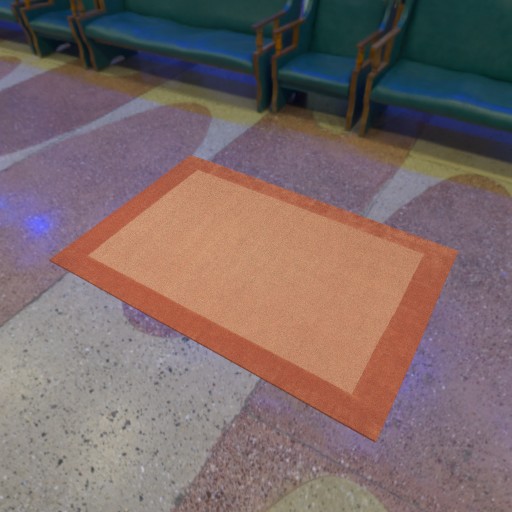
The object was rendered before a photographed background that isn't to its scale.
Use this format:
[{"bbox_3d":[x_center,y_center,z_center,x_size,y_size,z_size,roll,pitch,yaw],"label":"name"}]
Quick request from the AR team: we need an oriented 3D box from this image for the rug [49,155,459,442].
[{"bbox_3d":[0.000,0.000,2.377,1.829,0.014,1.219,24,49,22],"label":"rug"}]
